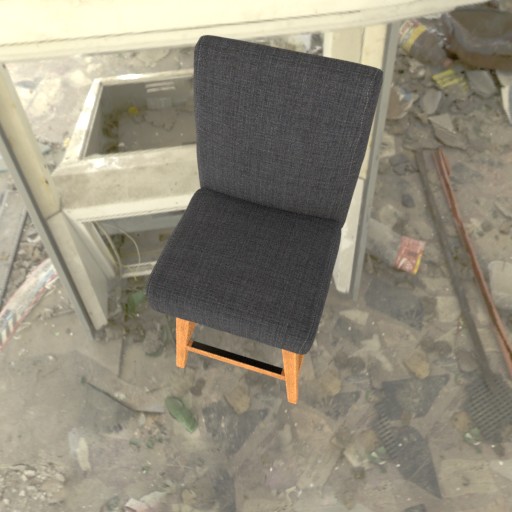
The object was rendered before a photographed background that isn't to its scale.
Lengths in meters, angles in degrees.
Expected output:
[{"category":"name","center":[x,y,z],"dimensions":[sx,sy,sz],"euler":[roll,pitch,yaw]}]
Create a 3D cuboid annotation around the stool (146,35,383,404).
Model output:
[{"category":"stool","center":[0.000,0.000,1.296],"dimensions":[0.459,1.010,0.526],"euler":[15,60,9]}]
